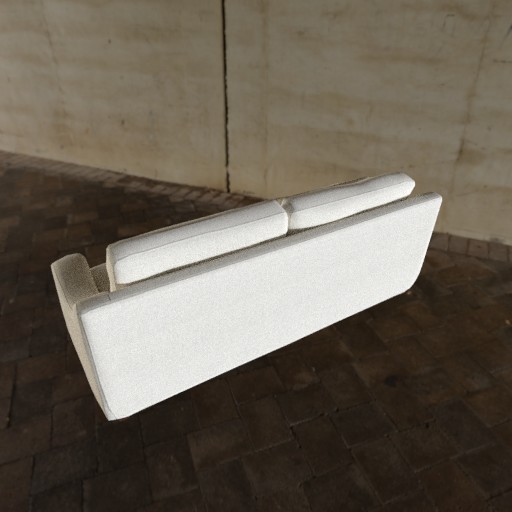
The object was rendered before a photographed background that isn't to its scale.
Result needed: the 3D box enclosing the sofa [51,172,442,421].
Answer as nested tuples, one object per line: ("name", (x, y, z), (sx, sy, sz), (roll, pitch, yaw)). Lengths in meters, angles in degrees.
("sofa", (0.000, 0.000, 3.027), (2.470, 1.022, 1.009), (-18, 35, -28))
